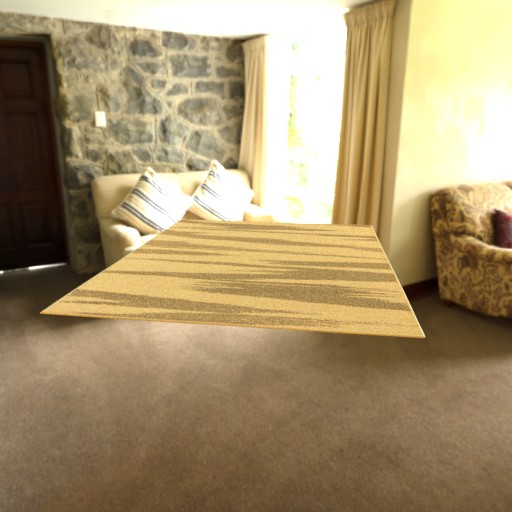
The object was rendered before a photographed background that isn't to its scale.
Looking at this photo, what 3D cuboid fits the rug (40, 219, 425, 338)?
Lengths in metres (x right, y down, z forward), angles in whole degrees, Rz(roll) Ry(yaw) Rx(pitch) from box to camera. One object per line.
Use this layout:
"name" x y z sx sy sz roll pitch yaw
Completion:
"rug" 0.000 0.000 4.034 2.353 0.014 2.945 2 16 8
